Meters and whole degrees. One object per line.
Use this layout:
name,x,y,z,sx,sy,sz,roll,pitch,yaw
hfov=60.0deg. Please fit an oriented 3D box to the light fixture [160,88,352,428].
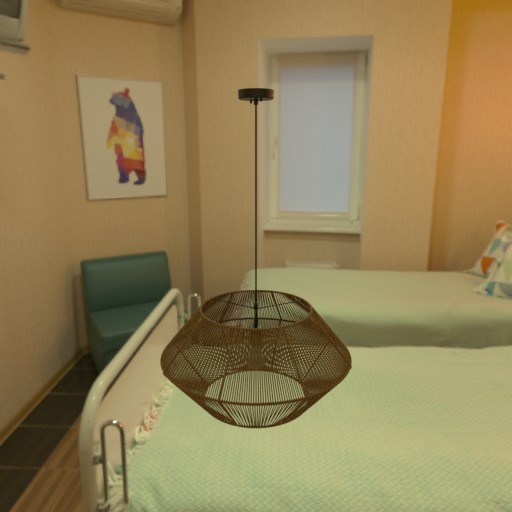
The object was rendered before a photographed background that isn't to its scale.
light fixture,0.000,0.000,1.431,0.643,1.009,0.643,0,14,0
